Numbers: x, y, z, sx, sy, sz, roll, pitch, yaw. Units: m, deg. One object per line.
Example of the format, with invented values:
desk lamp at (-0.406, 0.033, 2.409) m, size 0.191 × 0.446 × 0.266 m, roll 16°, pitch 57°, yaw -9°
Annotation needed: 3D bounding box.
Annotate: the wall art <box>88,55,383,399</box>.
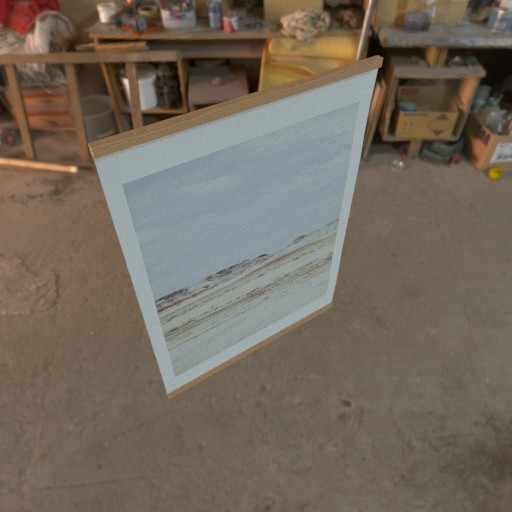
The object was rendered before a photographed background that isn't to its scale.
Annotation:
wall art at (0.000, 0.000, 1.331) m, size 0.739 × 1.016 × 0.020 m, roll -25°, pitch 51°, yaw -22°
